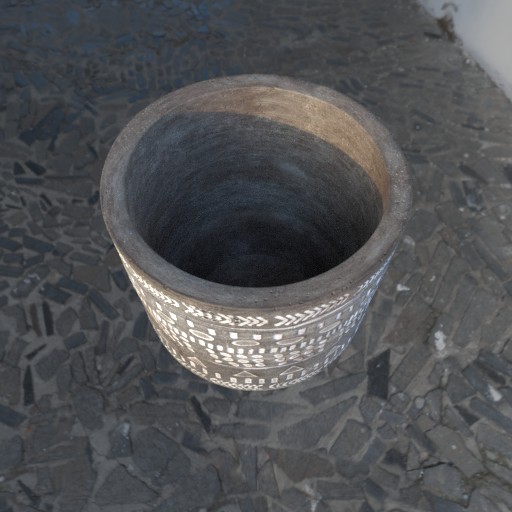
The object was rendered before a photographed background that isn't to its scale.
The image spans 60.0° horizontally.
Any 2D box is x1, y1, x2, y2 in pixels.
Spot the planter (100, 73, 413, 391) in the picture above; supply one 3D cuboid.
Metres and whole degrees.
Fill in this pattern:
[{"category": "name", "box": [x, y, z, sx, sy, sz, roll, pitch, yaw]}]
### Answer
[{"category": "planter", "box": [0.000, 0.000, 0.227, 0.122, 0.128, 0.122, 0, 58, 0]}]
